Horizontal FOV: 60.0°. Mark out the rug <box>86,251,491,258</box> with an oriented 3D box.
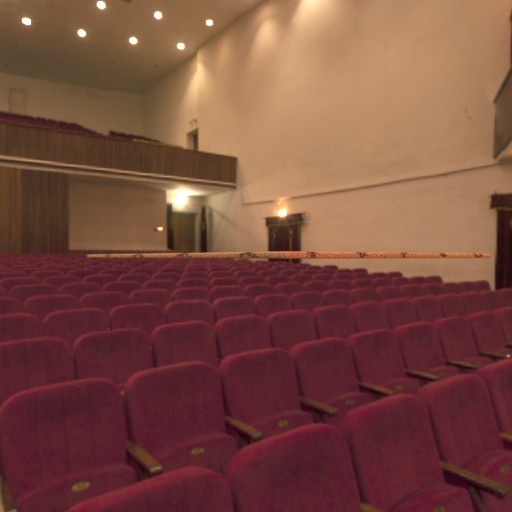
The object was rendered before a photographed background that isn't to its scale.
[{"bbox_3d":[0.000,0.000,3.431,1.778,0.030,2.743,0,0,-37],"label":"rug"}]
